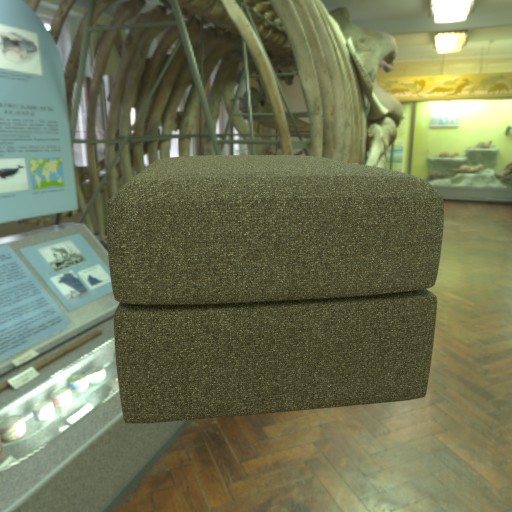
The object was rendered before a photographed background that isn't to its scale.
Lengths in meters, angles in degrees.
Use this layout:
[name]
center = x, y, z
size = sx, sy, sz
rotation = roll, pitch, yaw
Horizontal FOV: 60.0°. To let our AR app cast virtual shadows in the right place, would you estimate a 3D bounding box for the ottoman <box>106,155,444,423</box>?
[ottoman]
center = 0.000, 0.000, 1.110
size = 0.598, 0.476, 0.742
rotation = -2, 16, -8
